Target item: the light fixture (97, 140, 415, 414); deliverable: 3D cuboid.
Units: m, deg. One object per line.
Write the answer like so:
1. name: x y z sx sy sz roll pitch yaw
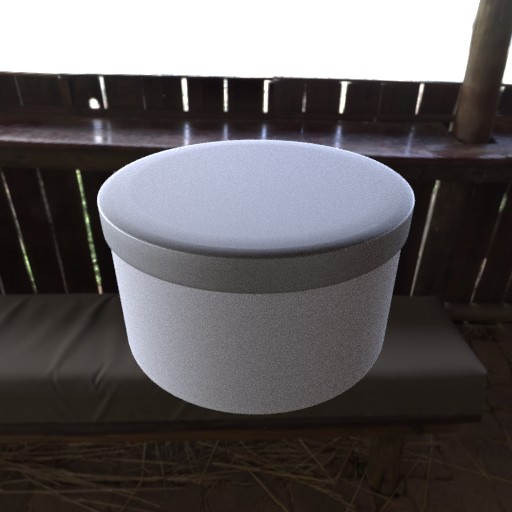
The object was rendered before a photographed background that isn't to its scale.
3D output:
1. light fixture: 0.000 0.000 0.631 0.393 0.229 0.393 0 30 0
